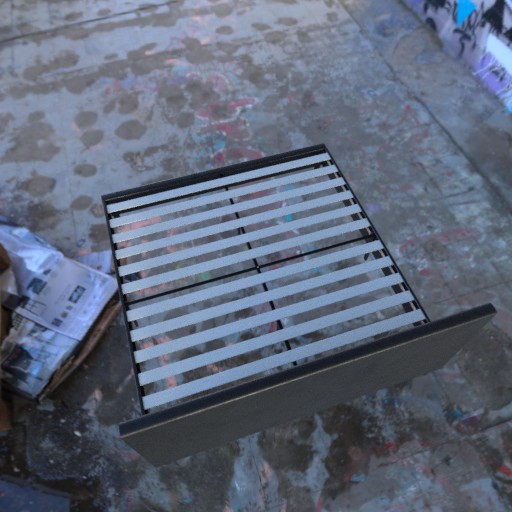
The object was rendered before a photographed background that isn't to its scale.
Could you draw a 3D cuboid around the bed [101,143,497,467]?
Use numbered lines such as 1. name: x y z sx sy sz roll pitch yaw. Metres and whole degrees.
1. bed: 0.000 0.000 3.181 2.018 1.046 2.152 -15 58 -10
